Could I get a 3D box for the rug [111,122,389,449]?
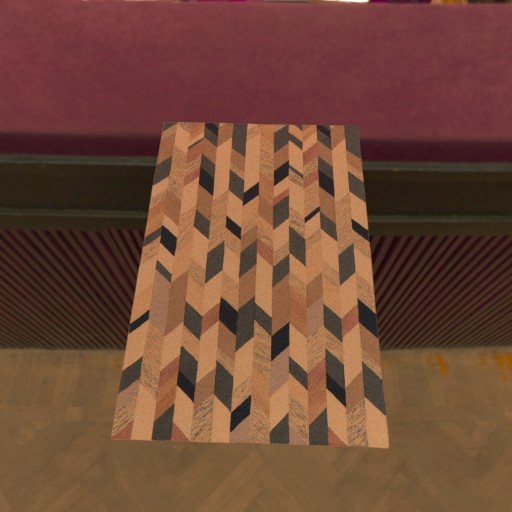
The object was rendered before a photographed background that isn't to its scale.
[{"bbox_3d":[0.000,0.000,2.311,1.202,0.006,1.813,2,63,1],"label":"rug"}]
